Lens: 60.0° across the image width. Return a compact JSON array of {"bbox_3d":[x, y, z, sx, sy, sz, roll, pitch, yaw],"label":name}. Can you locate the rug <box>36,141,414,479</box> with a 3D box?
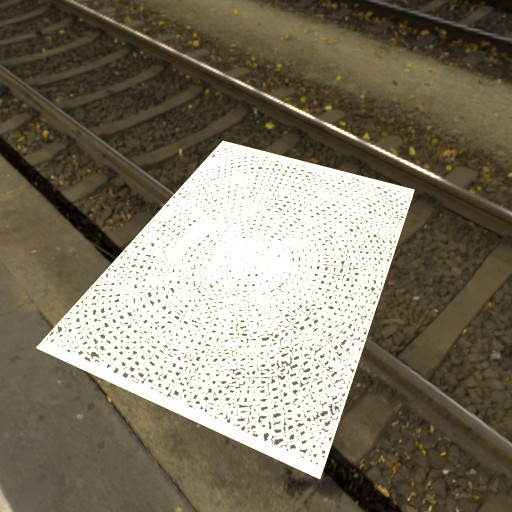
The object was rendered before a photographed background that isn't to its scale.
[{"bbox_3d":[0.000,0.000,2.112,1.190,0.003,1.634,18,50,16],"label":"rug"}]
